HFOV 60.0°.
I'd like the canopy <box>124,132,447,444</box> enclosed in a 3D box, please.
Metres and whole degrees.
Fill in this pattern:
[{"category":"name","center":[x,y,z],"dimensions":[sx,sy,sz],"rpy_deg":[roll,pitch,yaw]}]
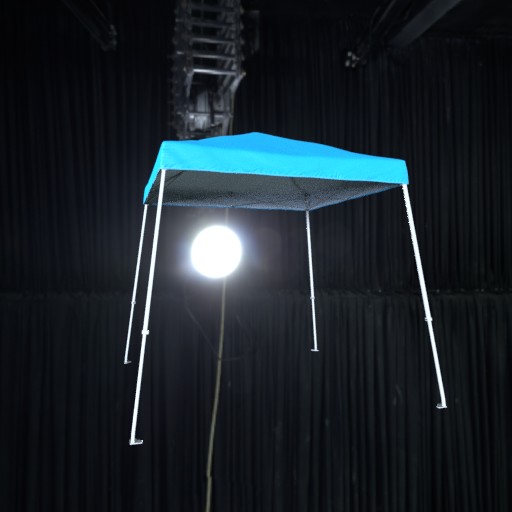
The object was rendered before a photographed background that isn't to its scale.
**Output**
[{"category":"canopy","center":[0.000,0.000,5.092],"dimensions":[2.848,2.849,2.849],"rpy_deg":[0,-1,-17]}]
